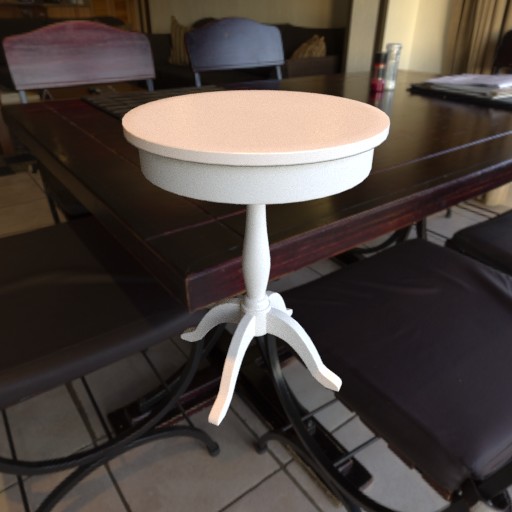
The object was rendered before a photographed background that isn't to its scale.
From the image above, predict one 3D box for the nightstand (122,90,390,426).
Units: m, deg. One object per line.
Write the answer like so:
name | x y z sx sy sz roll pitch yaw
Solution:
nightstand | 0.000 0.000 1.039 0.513 0.653 0.513 19 35 29
